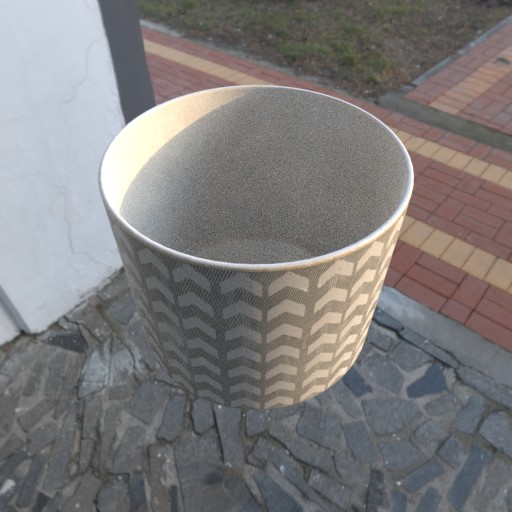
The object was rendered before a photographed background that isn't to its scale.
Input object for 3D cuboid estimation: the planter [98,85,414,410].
[{"bbox_3d":[0.000,0.000,0.339,0.190,0.181,0.190,0,46,0],"label":"planter"}]
